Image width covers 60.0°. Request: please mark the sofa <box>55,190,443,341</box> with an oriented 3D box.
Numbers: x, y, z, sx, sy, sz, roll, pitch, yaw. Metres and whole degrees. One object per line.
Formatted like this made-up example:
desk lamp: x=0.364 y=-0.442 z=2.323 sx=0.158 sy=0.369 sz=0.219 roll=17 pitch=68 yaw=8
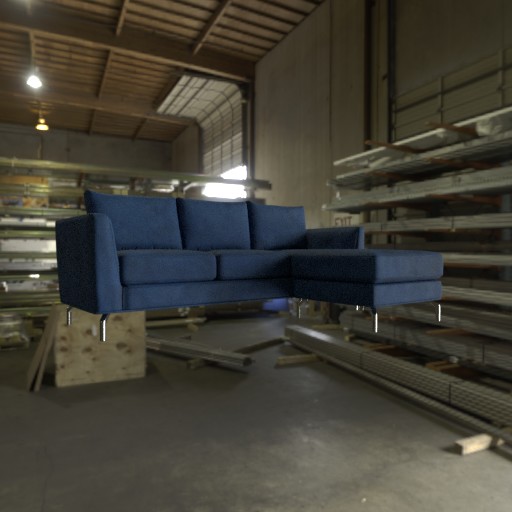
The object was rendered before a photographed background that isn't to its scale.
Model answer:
sofa: x=0.000 y=0.000 z=3.302 sx=2.438 sy=0.987 sz=1.622 roll=-1 pitch=1 yaw=-37
